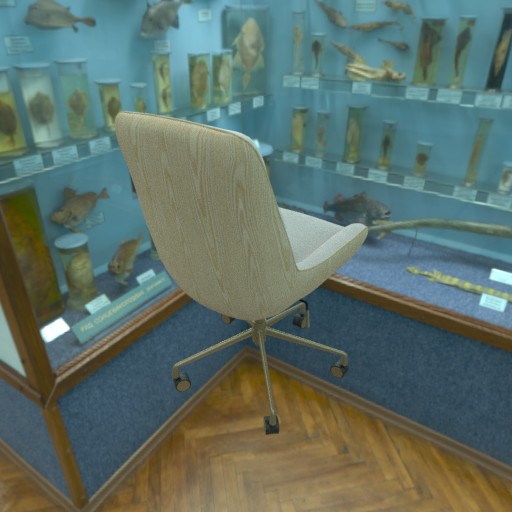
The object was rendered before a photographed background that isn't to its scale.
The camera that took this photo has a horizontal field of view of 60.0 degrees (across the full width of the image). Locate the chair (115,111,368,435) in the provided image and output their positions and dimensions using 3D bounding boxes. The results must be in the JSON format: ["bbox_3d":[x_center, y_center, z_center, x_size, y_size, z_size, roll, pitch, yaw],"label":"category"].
[{"bbox_3d":[0.000,0.000,1.377,0.564,0.952,0.668,20,36,31],"label":"chair"}]
